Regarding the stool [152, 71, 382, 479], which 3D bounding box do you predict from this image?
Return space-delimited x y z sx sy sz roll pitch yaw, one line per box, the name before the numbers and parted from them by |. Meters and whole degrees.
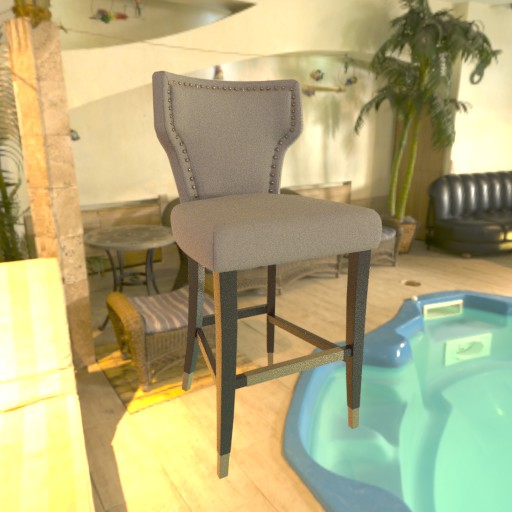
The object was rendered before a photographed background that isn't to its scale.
stool | 0.000 0.000 1.394 0.526 1.092 0.563 -8 17 -26
